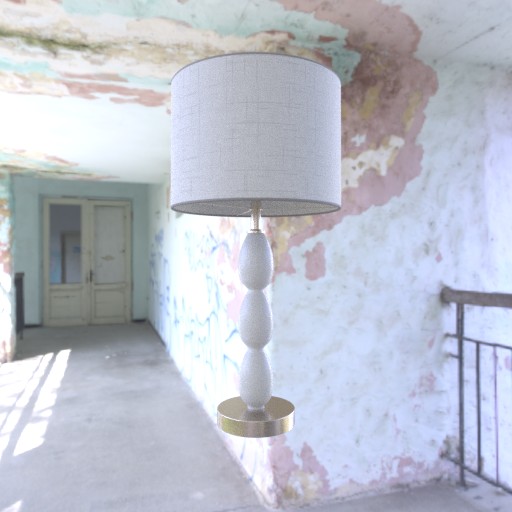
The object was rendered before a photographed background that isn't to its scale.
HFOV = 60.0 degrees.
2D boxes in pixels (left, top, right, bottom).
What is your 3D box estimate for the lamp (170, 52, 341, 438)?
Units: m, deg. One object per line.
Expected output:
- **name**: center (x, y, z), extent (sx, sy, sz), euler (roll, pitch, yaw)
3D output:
- **lamp**: center (0.000, 0.000, 0.745), extent (0.282, 0.559, 0.280), euler (0, 0, -17)
